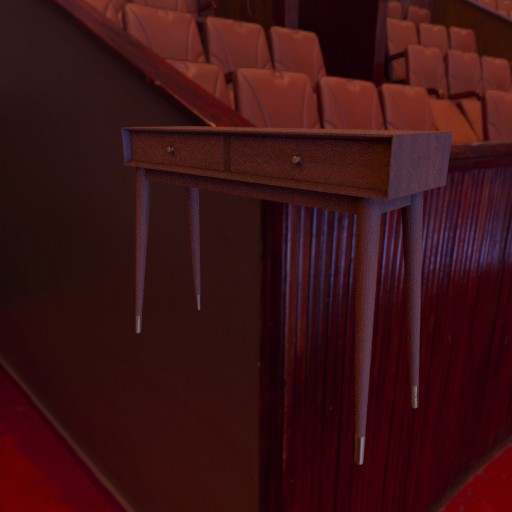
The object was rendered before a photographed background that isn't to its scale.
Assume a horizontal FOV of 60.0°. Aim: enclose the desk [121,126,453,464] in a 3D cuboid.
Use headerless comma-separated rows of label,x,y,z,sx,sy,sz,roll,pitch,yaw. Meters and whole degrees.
desk,0.000,0.000,1.664,1.204,0.917,0.384,16,23,41
